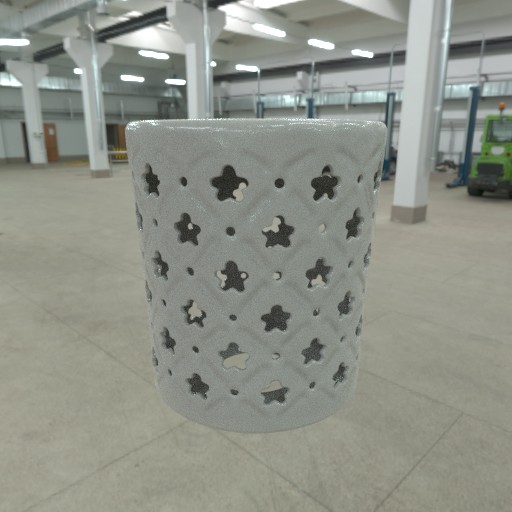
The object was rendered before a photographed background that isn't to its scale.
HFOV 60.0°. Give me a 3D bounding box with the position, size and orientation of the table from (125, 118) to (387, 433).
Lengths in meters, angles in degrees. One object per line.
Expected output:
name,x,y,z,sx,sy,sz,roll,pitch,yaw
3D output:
table,0.000,0.000,0.662,0.352,0.387,0.352,0,15,0
